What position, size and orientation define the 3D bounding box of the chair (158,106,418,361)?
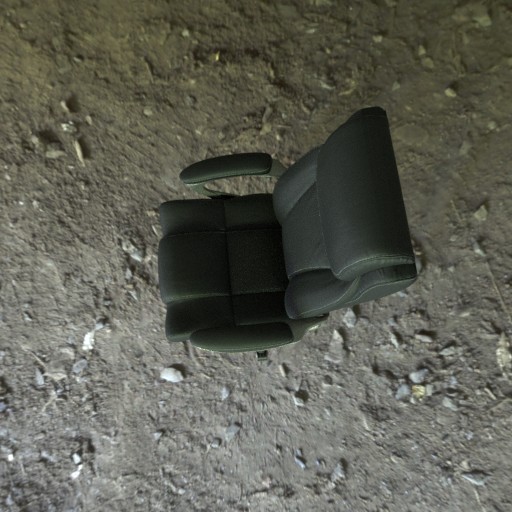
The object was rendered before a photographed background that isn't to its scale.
[{"bbox_3d":[0.000,0.000,1.646,0.784,1.167,0.741,-6,76,-1],"label":"chair"}]
